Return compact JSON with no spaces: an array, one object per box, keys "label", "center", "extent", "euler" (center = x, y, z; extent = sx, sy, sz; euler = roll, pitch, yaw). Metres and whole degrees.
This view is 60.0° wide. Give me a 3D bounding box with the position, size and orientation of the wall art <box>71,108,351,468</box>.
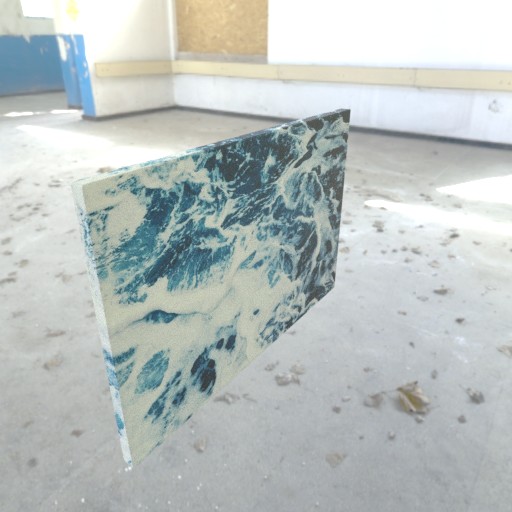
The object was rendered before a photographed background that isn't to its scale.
[{"label":"wall art","center":[0.000,0.000,1.871],"extent":[0.055,1.017,1.524],"euler":[18,32,32]}]
